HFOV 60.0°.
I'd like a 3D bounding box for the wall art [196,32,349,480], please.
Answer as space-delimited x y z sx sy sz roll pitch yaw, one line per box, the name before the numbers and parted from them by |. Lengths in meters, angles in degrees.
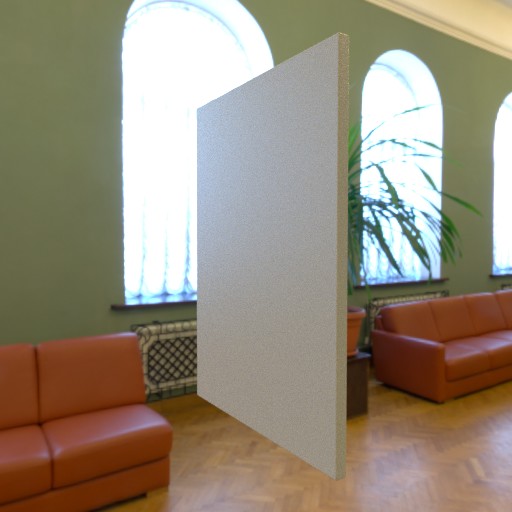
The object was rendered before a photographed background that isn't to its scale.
wall art | 0.000 0.000 1.036 0.026 0.813 0.556 -1 2 -35
